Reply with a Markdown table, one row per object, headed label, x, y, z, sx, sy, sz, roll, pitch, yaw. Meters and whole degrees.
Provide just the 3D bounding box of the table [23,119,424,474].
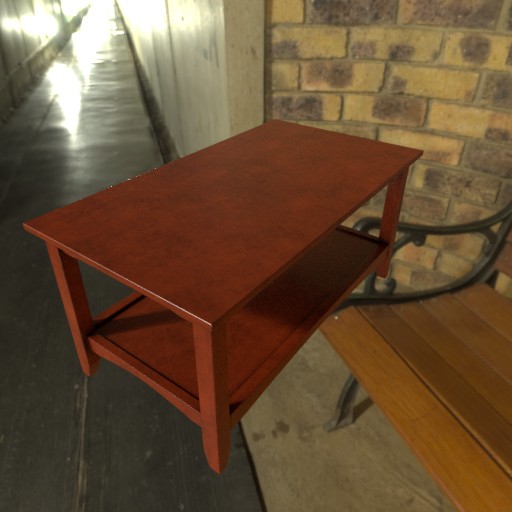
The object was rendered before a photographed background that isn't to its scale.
| label | x | y | z | sx | sy | sz | roll | pitch | yaw |
| --- | --- | --- | --- | --- | --- | --- | --- | --- | --- |
| table | 0.000 | 0.000 | 1.245 | 0.533 | 0.456 | 0.943 | 22 | 39 | 30 |
